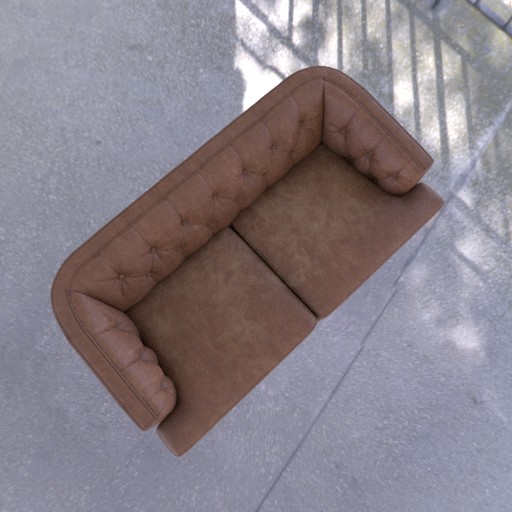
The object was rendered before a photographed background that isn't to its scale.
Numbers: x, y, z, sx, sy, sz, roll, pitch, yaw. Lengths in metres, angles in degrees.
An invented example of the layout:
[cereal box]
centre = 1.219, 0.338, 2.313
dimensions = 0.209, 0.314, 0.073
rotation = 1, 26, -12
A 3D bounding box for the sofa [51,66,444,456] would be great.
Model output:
[sofa]
centre = 0.000, 0.000, 2.198
dimensions = 1.755, 0.786, 0.914
rotation = -42, 80, -9
